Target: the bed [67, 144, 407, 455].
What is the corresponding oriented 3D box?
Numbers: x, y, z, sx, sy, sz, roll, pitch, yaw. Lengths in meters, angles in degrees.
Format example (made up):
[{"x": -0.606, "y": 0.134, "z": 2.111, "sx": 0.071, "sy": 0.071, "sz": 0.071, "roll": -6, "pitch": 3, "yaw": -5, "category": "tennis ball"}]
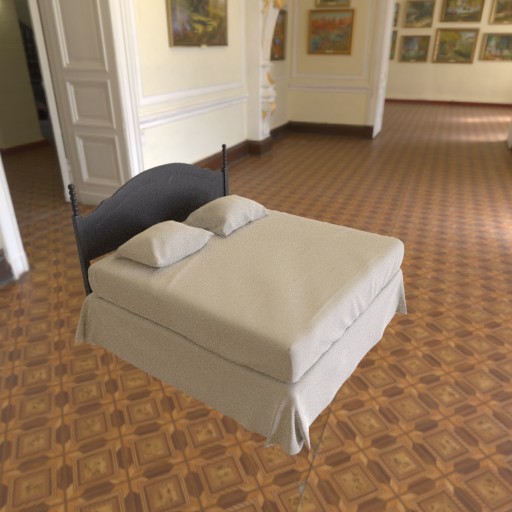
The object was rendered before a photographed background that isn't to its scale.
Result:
[{"x": 0.000, "y": 0.000, "z": 3.796, "sx": 2.219, "sy": 1.355, "sz": 2.322, "roll": 17, "pitch": 30, "yaw": 31, "category": "bed"}]
